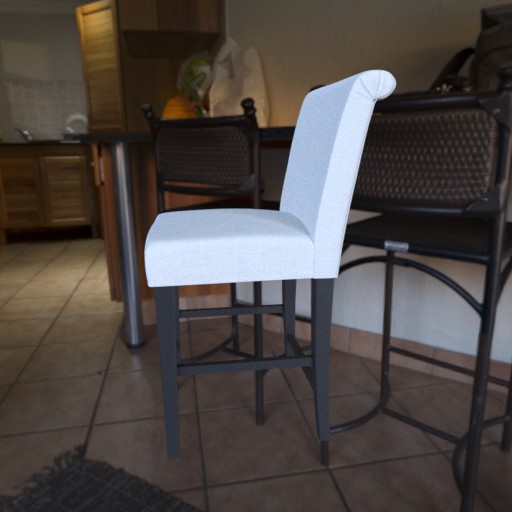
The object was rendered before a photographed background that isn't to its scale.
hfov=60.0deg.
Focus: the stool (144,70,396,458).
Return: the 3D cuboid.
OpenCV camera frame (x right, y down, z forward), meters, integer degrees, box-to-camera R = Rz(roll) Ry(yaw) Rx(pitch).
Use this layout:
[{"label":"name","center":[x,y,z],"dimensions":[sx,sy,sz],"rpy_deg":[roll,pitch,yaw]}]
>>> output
[{"label":"stool","center":[0.000,0.000,1.308],"dimensions":[0.597,0.976,0.452],"rpy_deg":[-2,15,-8]}]
